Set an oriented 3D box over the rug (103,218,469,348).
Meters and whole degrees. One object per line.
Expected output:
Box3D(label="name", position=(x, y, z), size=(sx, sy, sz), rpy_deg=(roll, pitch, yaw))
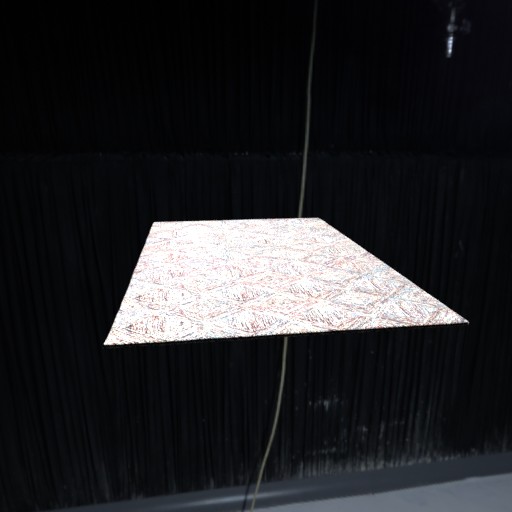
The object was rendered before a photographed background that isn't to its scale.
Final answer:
Box3D(label="rug", position=(0.000, 0.000, 2.186), size=(1.143, 0.014, 1.761), rpy_deg=(-2, 16, -8))
